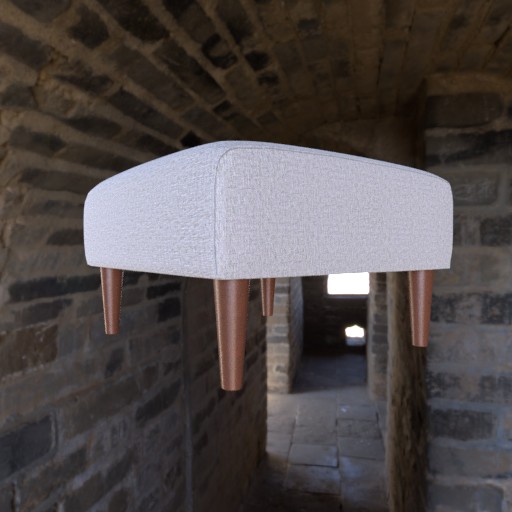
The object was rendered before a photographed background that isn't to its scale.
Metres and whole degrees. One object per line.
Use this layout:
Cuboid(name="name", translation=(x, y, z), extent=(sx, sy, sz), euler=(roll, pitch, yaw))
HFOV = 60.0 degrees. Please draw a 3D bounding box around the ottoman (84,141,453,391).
Cuboid(name="ottoman", translation=(0.000, 0.000, 1.061), extent=(0.648, 0.399, 0.655), euler=(-1, 1, -37))
